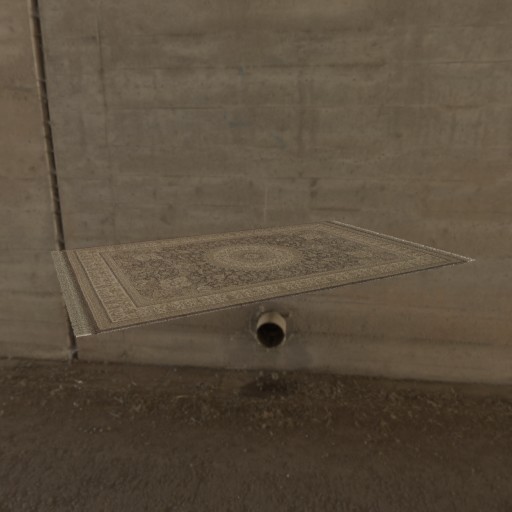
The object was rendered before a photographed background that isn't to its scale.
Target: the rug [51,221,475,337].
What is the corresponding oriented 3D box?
[{"bbox_3d":[0.000,0.000,2.984,2.440,0.010,1.528,-8,17,-26],"label":"rug"}]
